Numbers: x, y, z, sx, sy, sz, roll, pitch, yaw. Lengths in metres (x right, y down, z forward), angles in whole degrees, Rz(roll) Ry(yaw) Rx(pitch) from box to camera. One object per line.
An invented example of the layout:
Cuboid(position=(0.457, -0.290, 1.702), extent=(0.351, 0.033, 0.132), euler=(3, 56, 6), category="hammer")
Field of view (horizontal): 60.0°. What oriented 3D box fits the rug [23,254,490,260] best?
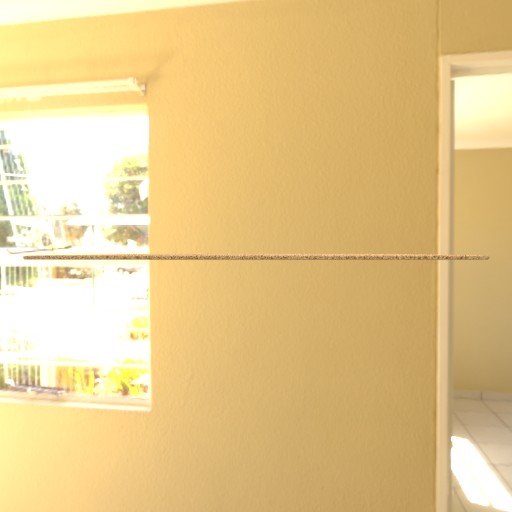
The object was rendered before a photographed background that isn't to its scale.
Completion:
Cuboid(position=(0.000, 0.000, 4.083), extent=(3.047, 0.029, 2.438), euler=(0, 0, 0), category="rug")
